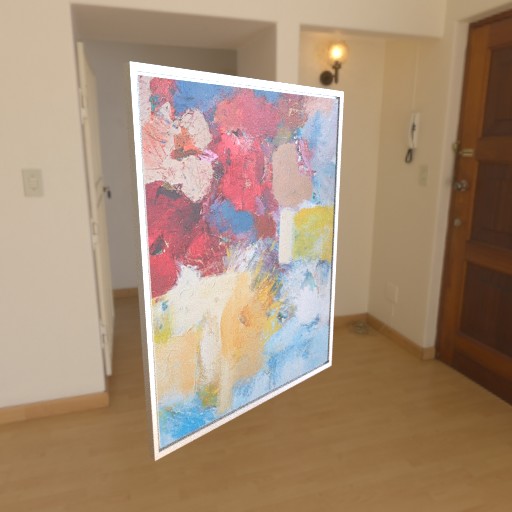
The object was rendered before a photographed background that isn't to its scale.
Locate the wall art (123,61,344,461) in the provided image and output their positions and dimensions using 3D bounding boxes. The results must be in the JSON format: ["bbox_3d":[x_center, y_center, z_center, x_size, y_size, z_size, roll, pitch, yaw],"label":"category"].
[{"bbox_3d":[0.000,0.000,1.407,0.816,1.046,0.030,-13,19,-42],"label":"wall art"}]
